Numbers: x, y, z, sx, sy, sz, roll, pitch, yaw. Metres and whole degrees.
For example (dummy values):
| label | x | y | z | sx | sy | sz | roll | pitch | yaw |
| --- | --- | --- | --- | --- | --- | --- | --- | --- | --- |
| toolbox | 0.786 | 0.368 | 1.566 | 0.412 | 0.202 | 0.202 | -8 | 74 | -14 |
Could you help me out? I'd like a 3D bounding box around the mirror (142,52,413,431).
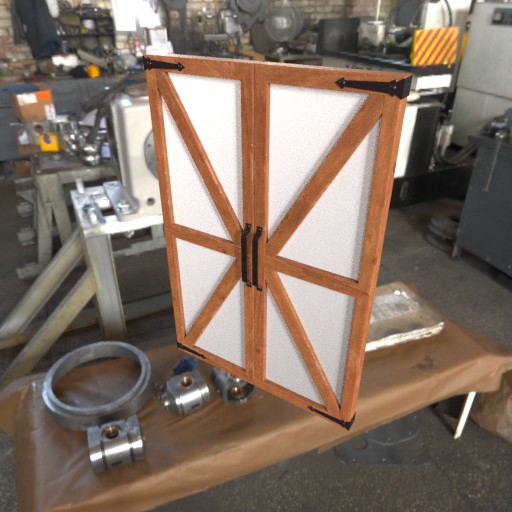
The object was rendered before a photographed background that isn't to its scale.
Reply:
| label | x | y | z | sx | sy | sz | roll | pitch | yaw |
| --- | --- | --- | --- | --- | --- | --- | --- | --- | --- |
| mirror | 0.000 | 0.000 | 0.946 | 0.517 | 0.761 | 0.053 | 18 | 35 | 28 |
